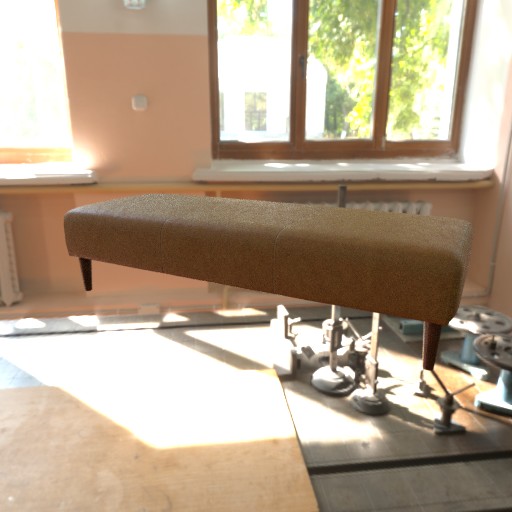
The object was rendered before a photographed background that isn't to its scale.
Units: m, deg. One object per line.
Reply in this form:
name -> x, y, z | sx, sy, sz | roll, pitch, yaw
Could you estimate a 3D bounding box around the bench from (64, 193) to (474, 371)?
bench -> 0.000, 0.000, 1.874 | 1.610, 0.399, 0.653 | 8, 18, 27
